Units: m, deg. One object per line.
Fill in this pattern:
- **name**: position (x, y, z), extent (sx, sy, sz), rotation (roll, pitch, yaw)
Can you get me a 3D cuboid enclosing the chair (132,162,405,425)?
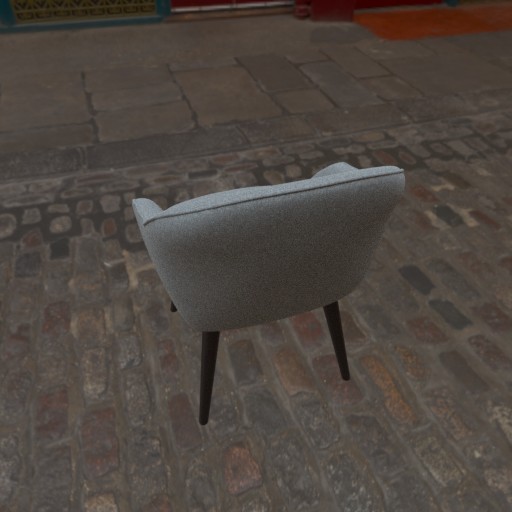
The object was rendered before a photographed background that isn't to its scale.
- **chair**: position (0.000, 0.000, 1.225), extent (0.589, 0.810, 0.611), rotation (-13, 43, -14)
